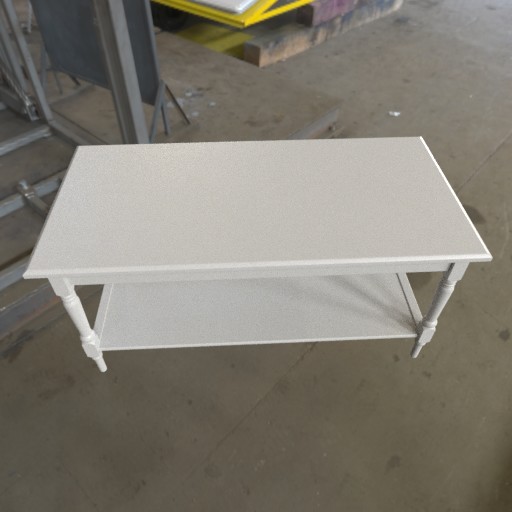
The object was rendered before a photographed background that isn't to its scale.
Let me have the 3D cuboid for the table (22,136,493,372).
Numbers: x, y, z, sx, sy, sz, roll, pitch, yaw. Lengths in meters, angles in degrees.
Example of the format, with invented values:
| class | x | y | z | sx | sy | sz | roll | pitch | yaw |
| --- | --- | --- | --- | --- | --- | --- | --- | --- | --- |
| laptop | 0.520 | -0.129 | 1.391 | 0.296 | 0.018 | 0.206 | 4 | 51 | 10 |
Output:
| class | x | y | z | sx | sy | sz | roll | pitch | yaw |
| --- | --- | --- | --- | --- | --- | --- | --- | --- | --- |
| table | 0.000 | 0.000 | 1.412 | 1.109 | 0.506 | 0.551 | -2 | 46 | -2 |
